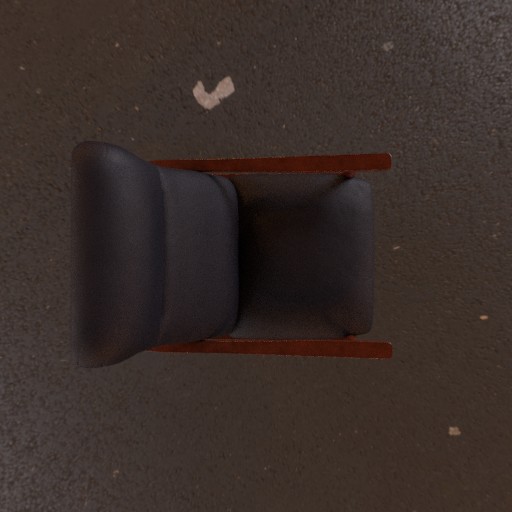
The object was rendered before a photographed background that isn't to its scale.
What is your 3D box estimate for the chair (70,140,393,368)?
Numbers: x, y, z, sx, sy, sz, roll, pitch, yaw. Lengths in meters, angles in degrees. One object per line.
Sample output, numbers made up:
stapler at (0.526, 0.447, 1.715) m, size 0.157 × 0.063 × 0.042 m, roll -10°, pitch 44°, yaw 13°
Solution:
chair at (0.000, 0.000, 1.729) m, size 1.014 × 1.082 × 0.762 m, roll 0°, pitch 89°, yaw 0°
